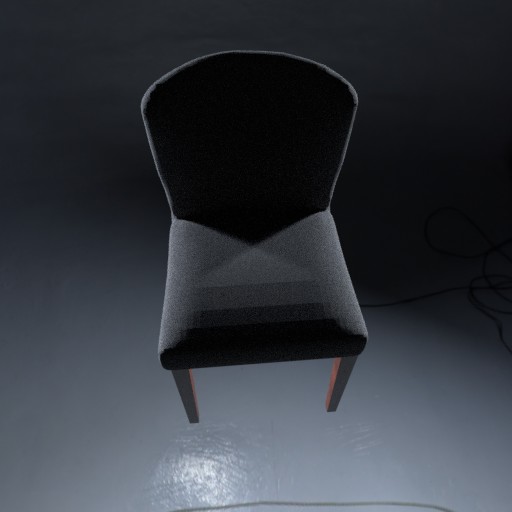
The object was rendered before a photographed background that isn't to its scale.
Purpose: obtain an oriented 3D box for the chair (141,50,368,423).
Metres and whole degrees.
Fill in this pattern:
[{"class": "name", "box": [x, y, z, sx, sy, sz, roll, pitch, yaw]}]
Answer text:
[{"class": "chair", "box": [0.000, 0.000, 1.175, 0.491, 0.839, 0.589, -4, 48, -3]}]
